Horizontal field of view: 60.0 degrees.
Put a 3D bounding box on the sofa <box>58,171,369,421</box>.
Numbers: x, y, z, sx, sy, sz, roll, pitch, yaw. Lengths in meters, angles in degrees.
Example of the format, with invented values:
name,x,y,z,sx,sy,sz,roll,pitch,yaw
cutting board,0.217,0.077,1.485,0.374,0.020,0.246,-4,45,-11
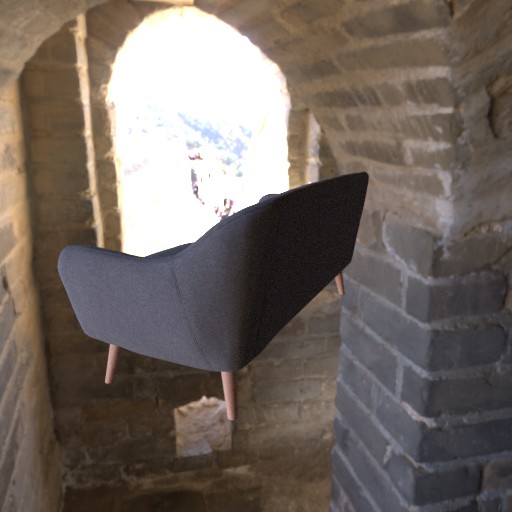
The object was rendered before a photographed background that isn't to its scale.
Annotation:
name,x,y,z,sx,sy,sz,roll,pitch,yaw
sofa,0.000,0.000,2.290,0.820,0.820,1.840,7,16,25
